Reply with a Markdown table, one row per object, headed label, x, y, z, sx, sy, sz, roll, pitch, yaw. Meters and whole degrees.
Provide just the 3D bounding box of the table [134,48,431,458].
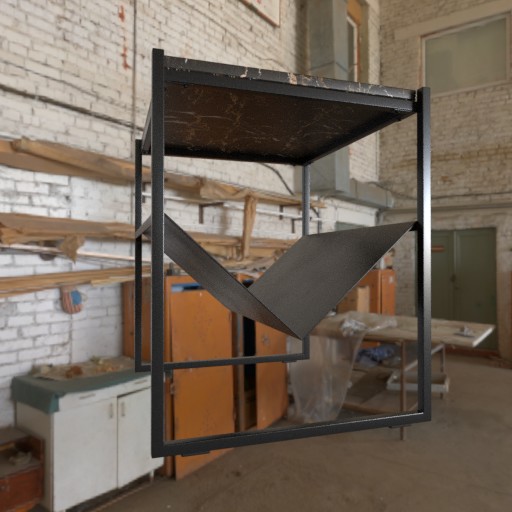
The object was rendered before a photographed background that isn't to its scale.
| label | x | y | z | sx | sy | sz | roll | pitch | yaw |
| --- | --- | --- | --- | --- | --- | --- | --- | --- | --- |
| table | 0.000 | 0.000 | 0.858 | 0.432 | 0.534 | 0.469 | 0 | 0 | -18 |
